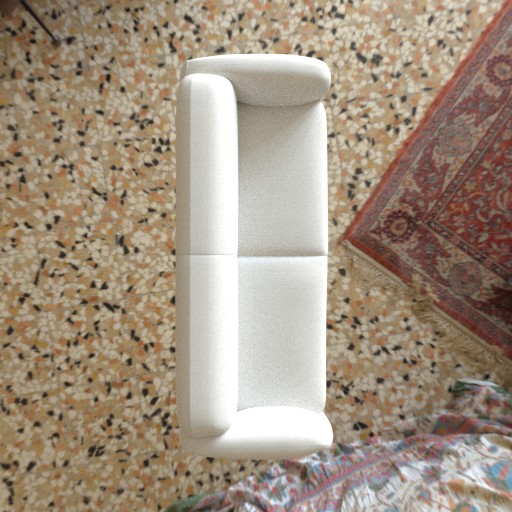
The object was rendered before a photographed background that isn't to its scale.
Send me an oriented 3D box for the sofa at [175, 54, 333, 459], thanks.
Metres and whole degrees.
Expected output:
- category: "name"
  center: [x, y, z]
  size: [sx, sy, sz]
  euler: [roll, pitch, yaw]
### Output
- category: "sofa"
  center: [0.000, 0.000, 2.647]
  size: [0.880, 0.780, 2.257]
  euler: [0, 89, 0]
